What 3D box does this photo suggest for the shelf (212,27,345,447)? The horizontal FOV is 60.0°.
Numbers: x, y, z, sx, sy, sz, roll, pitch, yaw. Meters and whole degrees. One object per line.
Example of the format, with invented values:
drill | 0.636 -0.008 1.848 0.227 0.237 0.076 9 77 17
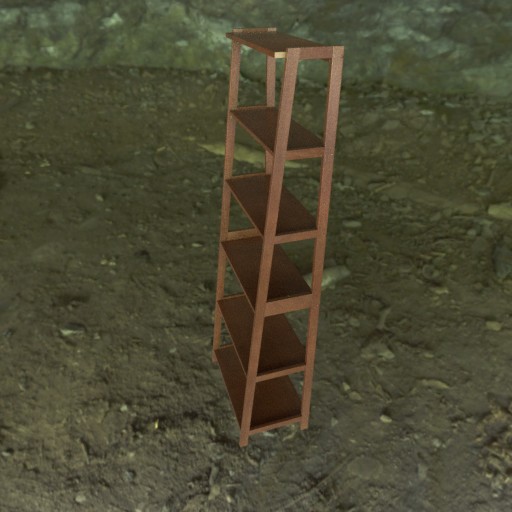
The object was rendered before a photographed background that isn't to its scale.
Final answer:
shelf | 0.000 0.000 2.123 0.382 1.892 0.660 -10 33 -15
